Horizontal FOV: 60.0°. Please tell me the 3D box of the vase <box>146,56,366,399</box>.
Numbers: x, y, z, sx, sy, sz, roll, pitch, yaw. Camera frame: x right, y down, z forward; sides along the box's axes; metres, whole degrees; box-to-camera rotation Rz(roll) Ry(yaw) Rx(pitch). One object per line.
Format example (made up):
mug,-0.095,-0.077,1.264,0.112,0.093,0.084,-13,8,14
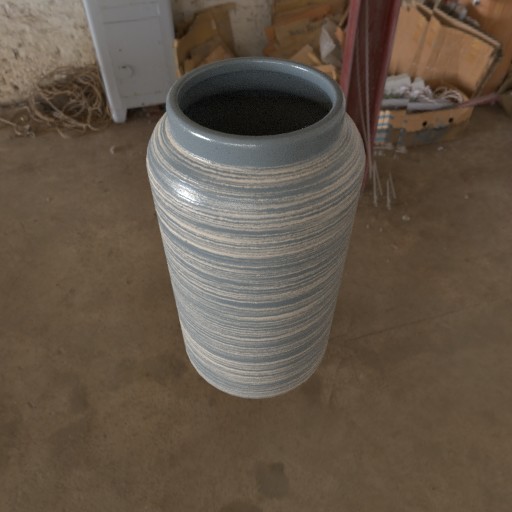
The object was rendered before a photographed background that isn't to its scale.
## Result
vase,0.000,0.000,0.297,0.116,0.230,0.116,0,47,0
